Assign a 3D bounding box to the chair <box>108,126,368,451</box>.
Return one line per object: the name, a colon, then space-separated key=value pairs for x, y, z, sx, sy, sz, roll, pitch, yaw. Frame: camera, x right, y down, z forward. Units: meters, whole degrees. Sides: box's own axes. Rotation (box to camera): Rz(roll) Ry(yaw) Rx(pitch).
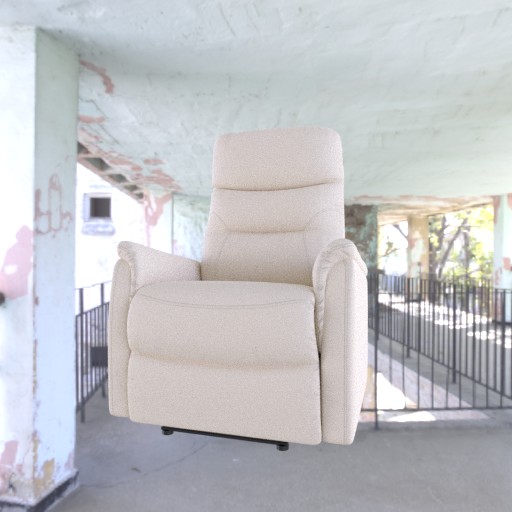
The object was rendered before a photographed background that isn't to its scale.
chair: x=0.000 y=0.000 z=1.632 sx=0.775 sy=1.082 sz=0.831 roll=0 pitch=0 yaw=17
